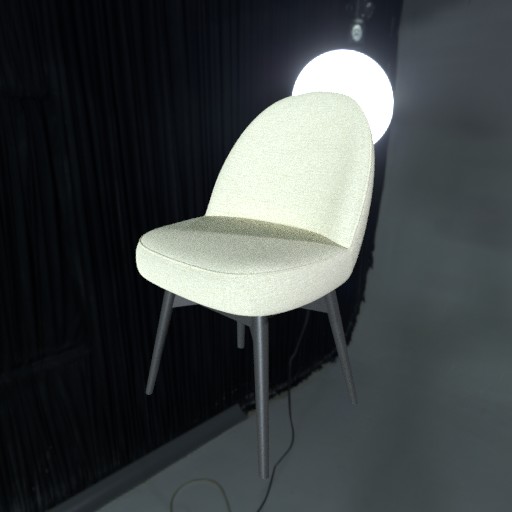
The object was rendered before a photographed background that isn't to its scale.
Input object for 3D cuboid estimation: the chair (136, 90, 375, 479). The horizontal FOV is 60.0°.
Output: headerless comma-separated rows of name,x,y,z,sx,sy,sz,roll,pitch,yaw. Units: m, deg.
chair,0.000,0.000,1.169,0.532,0.838,0.540,16,23,41
